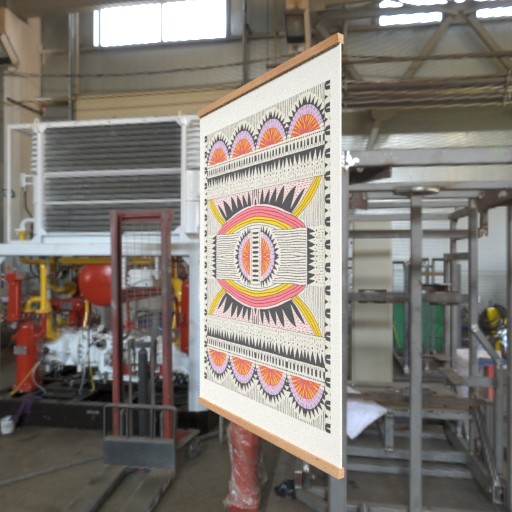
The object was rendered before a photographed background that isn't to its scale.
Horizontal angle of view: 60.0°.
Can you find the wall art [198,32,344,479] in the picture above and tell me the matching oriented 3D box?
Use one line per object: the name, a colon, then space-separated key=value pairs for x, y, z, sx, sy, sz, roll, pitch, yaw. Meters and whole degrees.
wall art: x=0.000 y=0.000 z=1.933 sx=0.028 sy=1.533 sz=0.999 roll=0 pitch=-1 yaw=-36
